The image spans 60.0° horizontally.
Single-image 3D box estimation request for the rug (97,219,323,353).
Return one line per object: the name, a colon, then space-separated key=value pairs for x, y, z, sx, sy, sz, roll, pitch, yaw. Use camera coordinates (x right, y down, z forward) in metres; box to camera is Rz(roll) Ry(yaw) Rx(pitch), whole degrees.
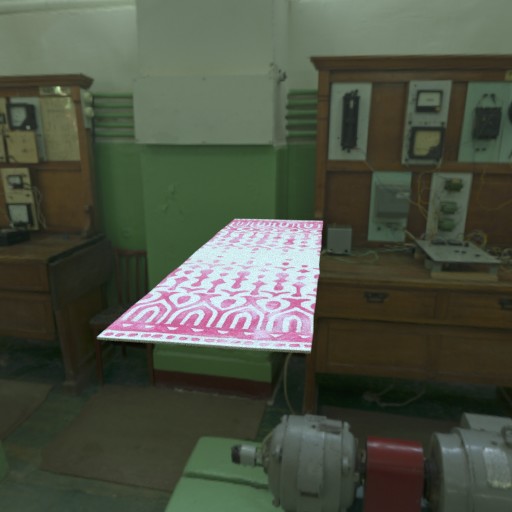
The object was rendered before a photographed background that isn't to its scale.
rug: x=0.000 y=0.000 z=2.714 sx=0.787 sy=0.011 sz=2.458 roll=2 pitch=15 yaw=9
